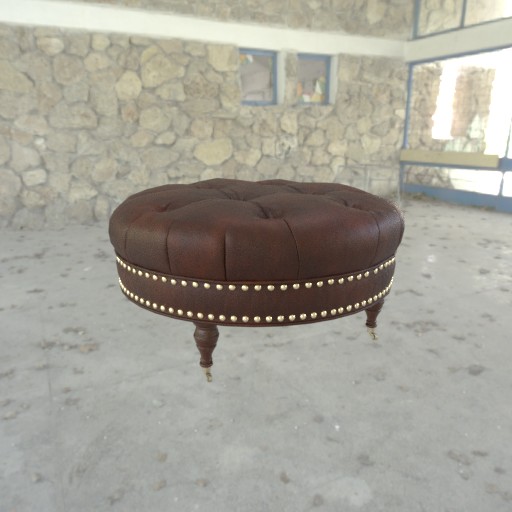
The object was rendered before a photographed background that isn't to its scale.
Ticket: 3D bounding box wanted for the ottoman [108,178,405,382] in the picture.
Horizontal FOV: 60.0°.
[{"bbox_3d":[0.000,0.000,1.421,0.901,0.455,0.901,0,15,0],"label":"ottoman"}]
